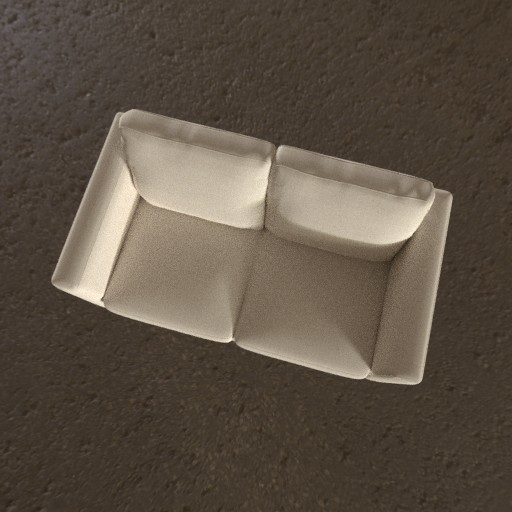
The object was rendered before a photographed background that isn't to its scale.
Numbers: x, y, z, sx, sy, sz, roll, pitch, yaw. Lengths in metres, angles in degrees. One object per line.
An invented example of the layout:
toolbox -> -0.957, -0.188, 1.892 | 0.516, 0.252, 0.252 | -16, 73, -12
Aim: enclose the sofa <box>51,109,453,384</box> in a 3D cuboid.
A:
sofa -> 0.000, 0.000, 1.942 | 1.430, 0.908, 0.796 | 15, 76, 4
